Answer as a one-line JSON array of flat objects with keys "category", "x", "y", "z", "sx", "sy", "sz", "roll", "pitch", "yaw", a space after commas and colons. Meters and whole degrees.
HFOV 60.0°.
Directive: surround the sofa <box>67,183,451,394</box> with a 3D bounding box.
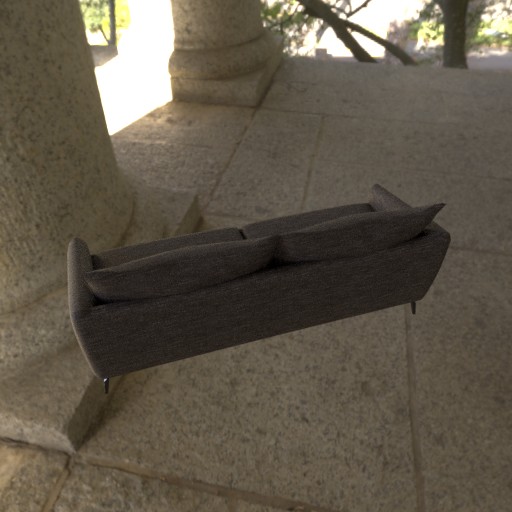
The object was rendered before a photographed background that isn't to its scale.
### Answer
[{"category": "sofa", "x": 0.000, "y": 0.000, "z": 2.486, "sx": 2.019, "sy": 0.843, "sz": 0.807, "roll": -12, "pitch": 42, "yaw": -13}]
